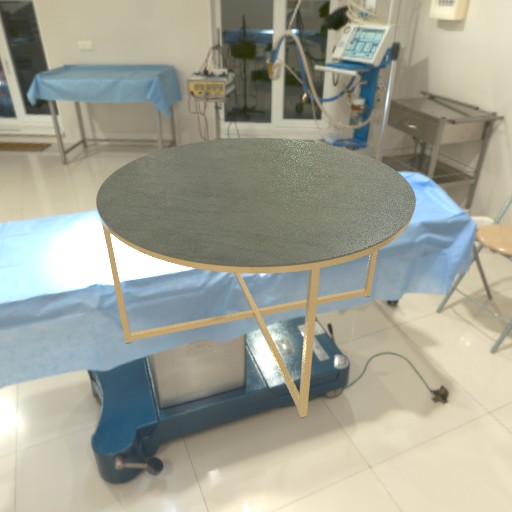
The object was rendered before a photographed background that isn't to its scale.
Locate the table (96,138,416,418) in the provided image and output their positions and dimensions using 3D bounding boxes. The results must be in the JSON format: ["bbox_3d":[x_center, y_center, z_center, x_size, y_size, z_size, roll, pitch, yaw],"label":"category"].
[{"bbox_3d":[0.000,0.000,1.278,0.800,0.450,0.800,0,31,0],"label":"table"}]
